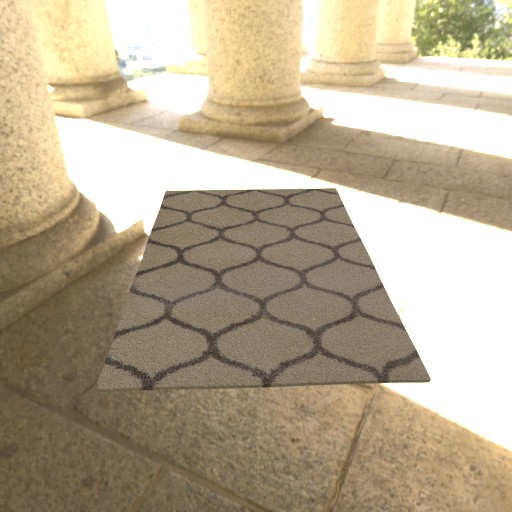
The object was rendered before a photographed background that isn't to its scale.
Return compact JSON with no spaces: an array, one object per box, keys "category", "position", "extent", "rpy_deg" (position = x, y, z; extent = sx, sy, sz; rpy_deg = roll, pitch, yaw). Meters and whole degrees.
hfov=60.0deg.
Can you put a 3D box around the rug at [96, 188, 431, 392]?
[{"category":"rug","position":[0.000,0.000,3.510],"extent":[1.801,0.026,2.701],"rpy_deg":[-1,31,-2]}]
